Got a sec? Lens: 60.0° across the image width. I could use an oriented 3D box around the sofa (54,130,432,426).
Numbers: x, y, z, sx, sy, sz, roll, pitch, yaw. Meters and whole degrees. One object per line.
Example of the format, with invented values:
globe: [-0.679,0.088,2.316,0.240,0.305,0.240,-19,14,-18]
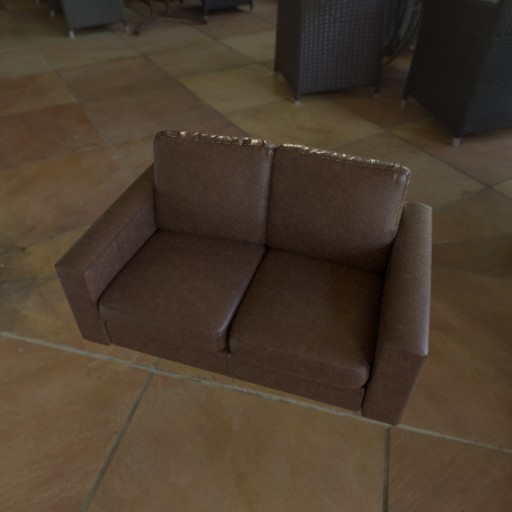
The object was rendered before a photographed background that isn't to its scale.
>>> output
sofa: [0.000,0.000,2.201,1.616,0.873,1.016,12,43,13]
